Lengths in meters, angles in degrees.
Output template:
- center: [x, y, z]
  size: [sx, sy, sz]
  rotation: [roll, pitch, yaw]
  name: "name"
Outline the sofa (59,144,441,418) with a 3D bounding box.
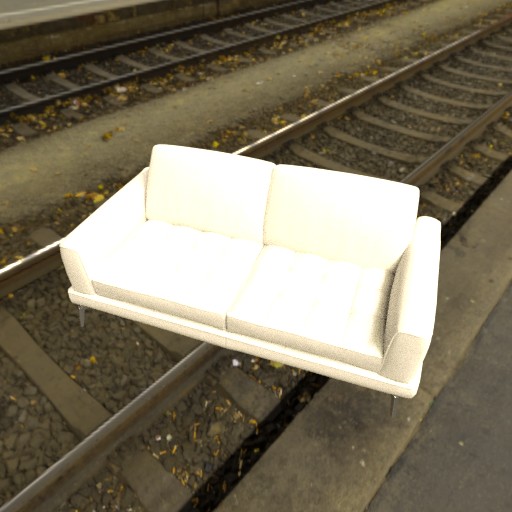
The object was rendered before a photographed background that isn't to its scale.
- center: [0.000, 0.000, 2.792]
  size: [2.177, 0.930, 1.121]
  rotation: [13, 41, 15]
  name: "sofa"
